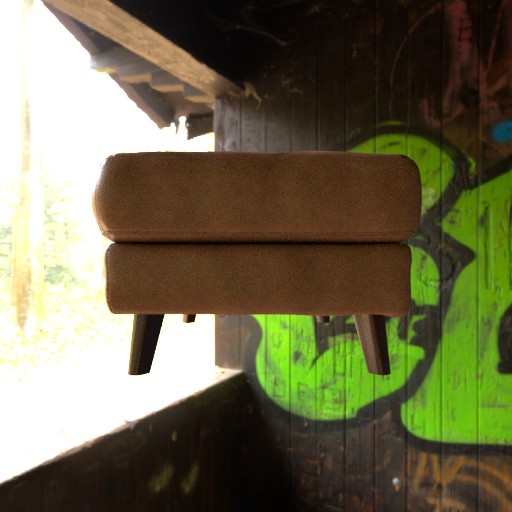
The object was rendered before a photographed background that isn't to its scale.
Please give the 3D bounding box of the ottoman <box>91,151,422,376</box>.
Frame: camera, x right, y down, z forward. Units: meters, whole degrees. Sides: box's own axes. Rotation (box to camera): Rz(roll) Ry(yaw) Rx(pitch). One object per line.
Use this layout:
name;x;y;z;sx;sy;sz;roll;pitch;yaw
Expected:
ottoman;0.000;0.000;1.206;0.630;0.461;0.869;0;0;0
